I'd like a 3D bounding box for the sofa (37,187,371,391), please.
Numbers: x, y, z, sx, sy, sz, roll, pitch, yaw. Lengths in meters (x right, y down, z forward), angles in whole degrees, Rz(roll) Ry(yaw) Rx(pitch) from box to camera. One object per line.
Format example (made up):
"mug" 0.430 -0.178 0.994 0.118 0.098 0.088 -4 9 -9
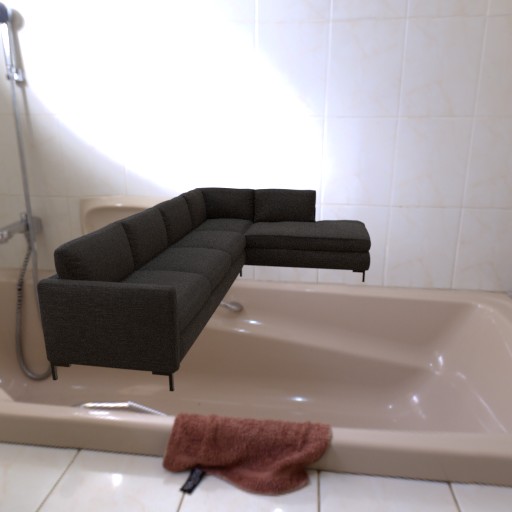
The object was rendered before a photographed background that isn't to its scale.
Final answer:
"sofa" 0.000 0.000 3.722 2.007 0.815 2.949 3 16 9
